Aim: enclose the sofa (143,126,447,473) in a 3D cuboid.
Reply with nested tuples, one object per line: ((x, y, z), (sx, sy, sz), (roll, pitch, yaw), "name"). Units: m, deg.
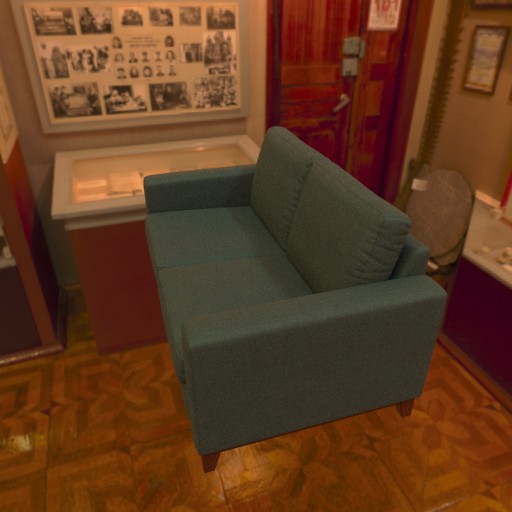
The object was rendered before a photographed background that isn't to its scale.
((0.000, 0.000, 2.111), (0.955, 0.903, 1.489), (-9, 32, -15), "sofa")
